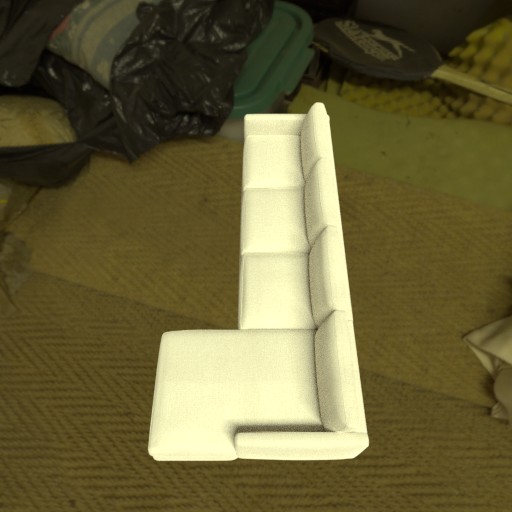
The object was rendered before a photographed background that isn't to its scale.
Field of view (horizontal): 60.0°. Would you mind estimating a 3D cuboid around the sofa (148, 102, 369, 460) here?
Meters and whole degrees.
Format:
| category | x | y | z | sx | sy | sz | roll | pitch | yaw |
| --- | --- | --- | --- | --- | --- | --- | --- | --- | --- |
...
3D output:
| category | x | y | z | sx | sy | sz | roll | pitch | yaw |
| --- | --- | --- | --- | --- | --- | --- | --- | --- | --- |
| sofa | 0.000 | 0.000 | 2.934 | 1.126 | 0.677 | 2.445 | 0 | 57 | 0 |
